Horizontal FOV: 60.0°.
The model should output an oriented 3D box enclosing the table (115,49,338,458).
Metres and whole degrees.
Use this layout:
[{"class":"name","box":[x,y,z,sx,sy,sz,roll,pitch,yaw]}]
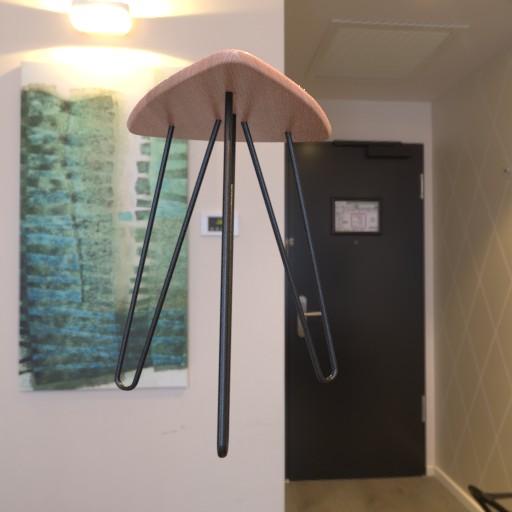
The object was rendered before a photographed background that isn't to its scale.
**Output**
[{"class":"table","box":[0.000,0.000,0.890,0.455,0.564,0.442,1,-2,-35]}]
